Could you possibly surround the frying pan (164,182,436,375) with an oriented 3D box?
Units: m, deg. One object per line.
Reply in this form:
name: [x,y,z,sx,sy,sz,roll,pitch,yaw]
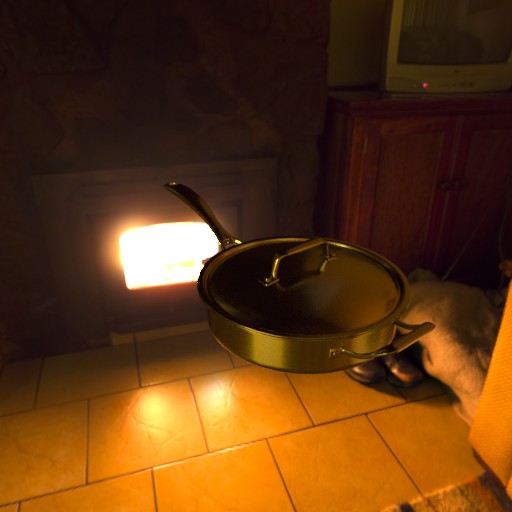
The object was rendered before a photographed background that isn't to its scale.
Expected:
frying pan: [0.000,0.000,0.671,0.280,0.114,0.561,-18,31,-33]
